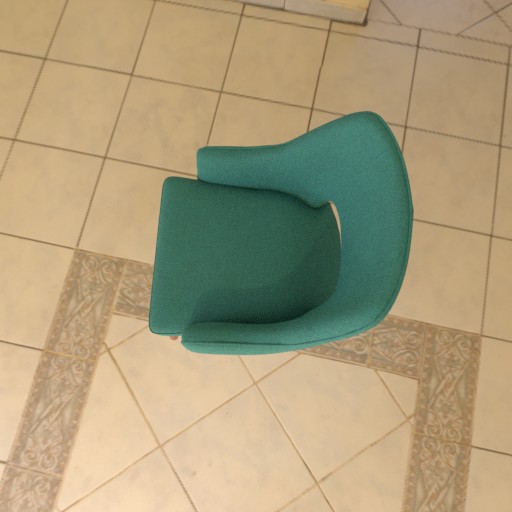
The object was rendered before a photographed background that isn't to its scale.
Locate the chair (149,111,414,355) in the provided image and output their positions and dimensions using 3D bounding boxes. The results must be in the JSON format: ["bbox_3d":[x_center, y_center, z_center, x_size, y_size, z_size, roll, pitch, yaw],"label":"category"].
[{"bbox_3d":[0.000,0.000,1.238,0.605,0.849,0.548,3,76,1],"label":"chair"}]
